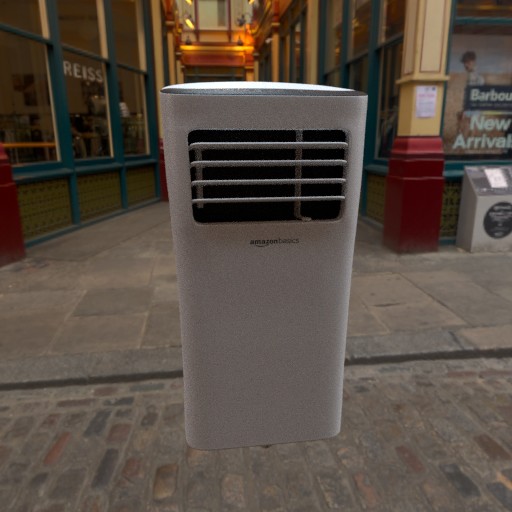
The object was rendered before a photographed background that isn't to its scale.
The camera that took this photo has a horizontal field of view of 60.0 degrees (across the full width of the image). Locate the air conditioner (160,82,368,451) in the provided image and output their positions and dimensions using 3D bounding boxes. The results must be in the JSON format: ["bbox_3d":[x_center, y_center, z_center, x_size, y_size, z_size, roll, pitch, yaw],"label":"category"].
[{"bbox_3d":[0.000,0.000,0.940,0.352,0.716,0.369,-2,16,-8],"label":"air conditioner"}]
